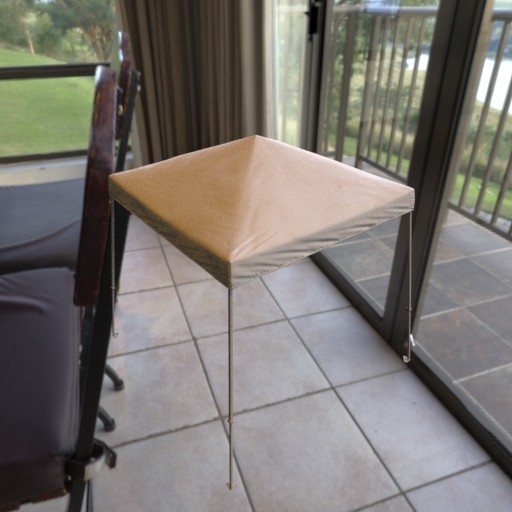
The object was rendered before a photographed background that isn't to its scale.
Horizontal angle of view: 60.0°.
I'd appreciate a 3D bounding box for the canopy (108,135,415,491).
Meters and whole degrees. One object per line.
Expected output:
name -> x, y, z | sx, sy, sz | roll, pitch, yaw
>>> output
canopy -> 0.000, 0.000, 5.220 | 2.849, 2.849, 2.848 | -22, 37, -32
